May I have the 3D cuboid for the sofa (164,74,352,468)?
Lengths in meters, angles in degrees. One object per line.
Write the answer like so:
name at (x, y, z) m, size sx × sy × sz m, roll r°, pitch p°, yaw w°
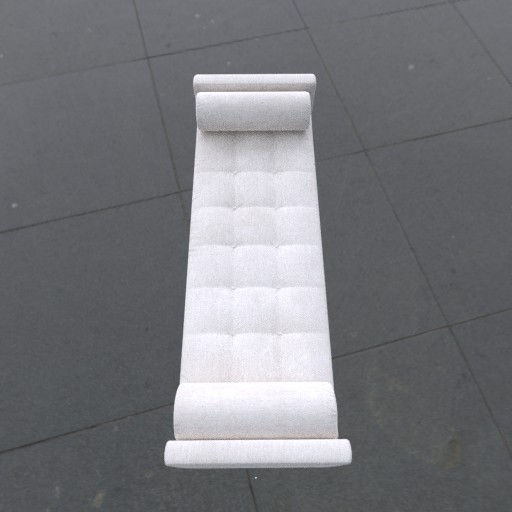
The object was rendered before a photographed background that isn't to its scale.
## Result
sofa at (0.000, 0.000, 2.302) m, size 0.686 × 0.635 × 1.981 m, roll 0°, pitch 63°, yaw 0°
